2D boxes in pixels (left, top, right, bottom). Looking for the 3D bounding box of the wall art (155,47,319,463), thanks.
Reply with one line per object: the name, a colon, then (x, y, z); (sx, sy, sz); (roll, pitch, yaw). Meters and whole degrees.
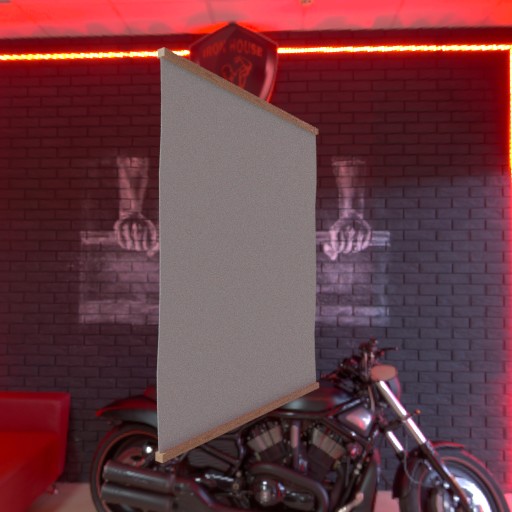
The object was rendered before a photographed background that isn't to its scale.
wall art: (0.000, 0.000, 0.710); (0.013, 0.508, 0.406); (-1, -1, 36)
